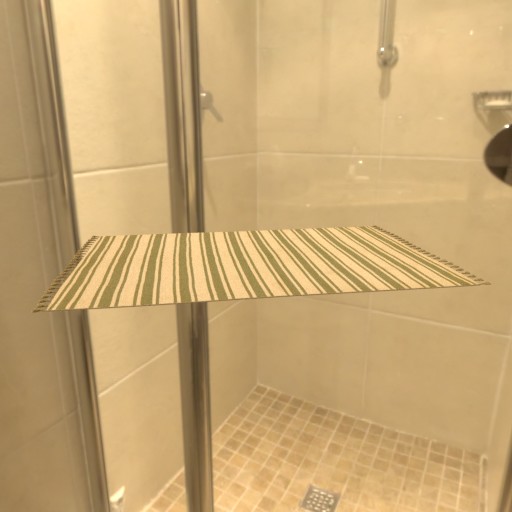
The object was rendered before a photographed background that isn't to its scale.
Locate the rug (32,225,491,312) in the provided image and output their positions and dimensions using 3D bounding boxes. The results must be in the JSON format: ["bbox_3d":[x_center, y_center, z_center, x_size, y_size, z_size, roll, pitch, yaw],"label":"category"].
[{"bbox_3d":[0.000,0.000,3.011,2.435,0.018,1.540,-3,16,-9],"label":"rug"}]
